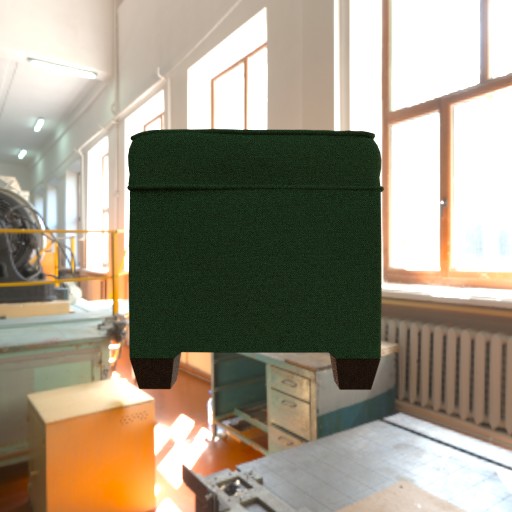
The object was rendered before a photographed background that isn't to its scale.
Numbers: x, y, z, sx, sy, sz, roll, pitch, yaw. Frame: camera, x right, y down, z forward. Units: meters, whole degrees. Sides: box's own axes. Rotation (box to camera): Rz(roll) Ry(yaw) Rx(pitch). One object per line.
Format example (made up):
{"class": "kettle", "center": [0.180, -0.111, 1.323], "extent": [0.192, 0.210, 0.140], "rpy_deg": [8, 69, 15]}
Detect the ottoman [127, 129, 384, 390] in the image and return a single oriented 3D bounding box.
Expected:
{"class": "ottoman", "center": [0.000, 0.000, 1.222], "extent": [0.483, 0.471, 0.957], "rpy_deg": [0, 0, 1]}
